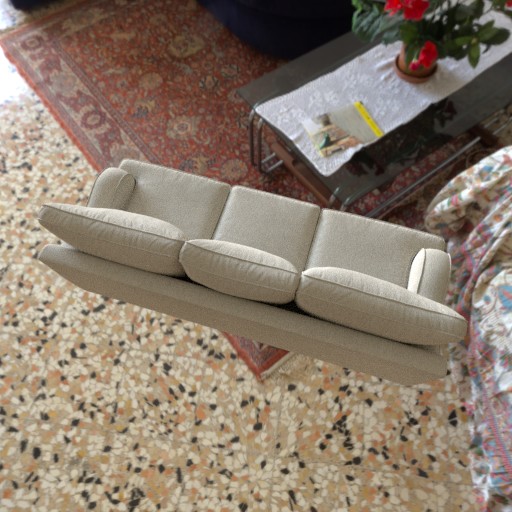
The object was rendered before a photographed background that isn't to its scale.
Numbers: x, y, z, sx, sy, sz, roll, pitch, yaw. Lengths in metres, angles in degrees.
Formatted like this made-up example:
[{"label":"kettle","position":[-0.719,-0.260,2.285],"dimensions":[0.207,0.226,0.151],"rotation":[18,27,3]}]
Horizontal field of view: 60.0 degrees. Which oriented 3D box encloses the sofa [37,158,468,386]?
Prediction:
[{"label":"sofa","position":[0.000,0.000,2.808],"dimensions":[2.323,0.991,1.016],"rotation":[15,64,8]}]
